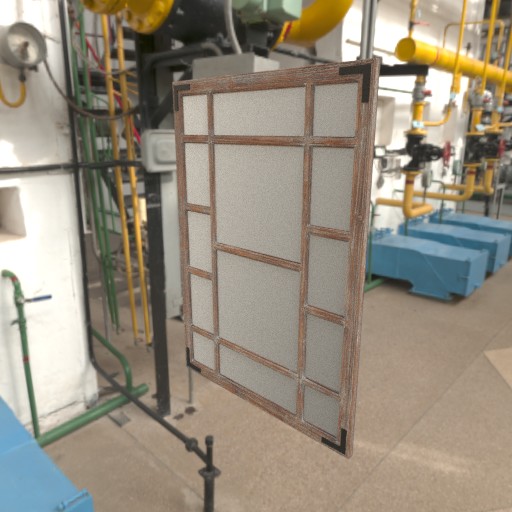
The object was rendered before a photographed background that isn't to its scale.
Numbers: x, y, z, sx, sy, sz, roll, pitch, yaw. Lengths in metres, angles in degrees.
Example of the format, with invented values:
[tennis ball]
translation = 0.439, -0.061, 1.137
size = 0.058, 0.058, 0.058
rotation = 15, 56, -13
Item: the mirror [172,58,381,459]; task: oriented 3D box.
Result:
[mirror]
translation = 0.000, 0.000, 1.294
size = 0.705, 0.996, 0.025
rotation = 15, 21, 42
